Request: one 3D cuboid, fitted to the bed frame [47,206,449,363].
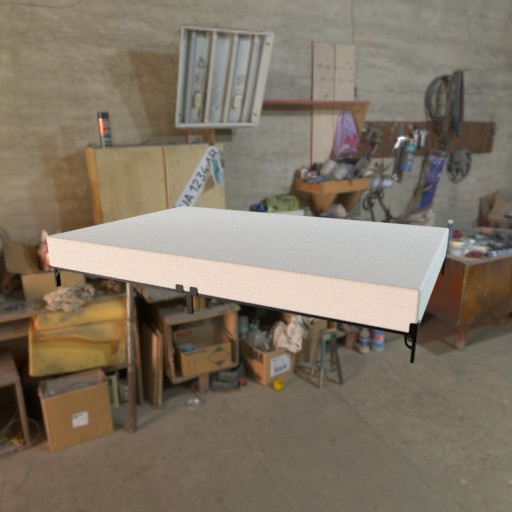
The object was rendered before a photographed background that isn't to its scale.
[{"bbox_3d":[0.000,0.000,3.931,2.987,0.440,1.930,8,17,26],"label":"bed frame"}]
